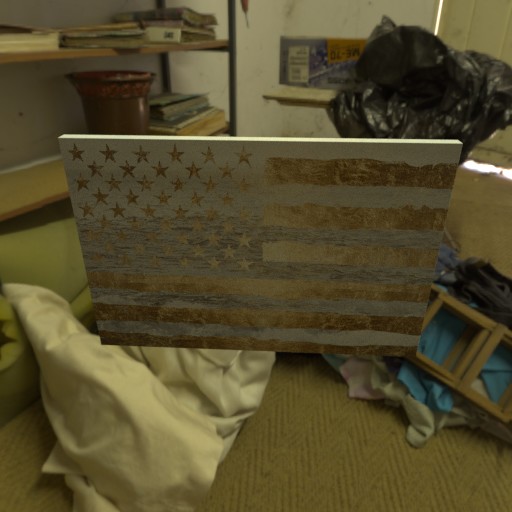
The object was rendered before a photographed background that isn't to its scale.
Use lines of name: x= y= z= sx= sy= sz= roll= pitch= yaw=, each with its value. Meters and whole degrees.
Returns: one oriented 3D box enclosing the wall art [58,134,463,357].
wall art: x=0.000 y=0.000 z=1.449 sx=1.145 sy=0.762 sz=0.041 roll=2 pitch=28 yaw=3
